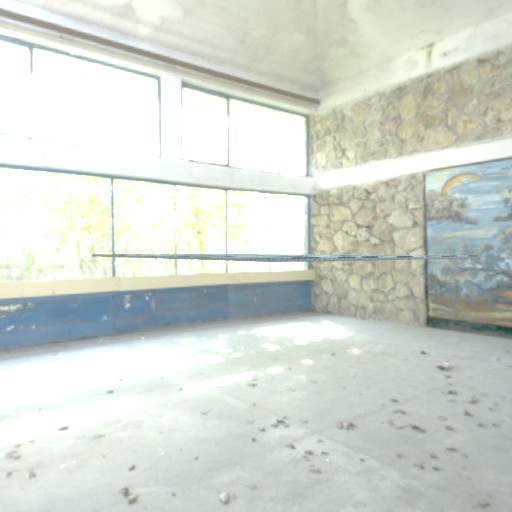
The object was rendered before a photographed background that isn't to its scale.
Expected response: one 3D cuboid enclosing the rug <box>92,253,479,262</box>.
[{"bbox_3d":[0.000,0.000,2.424,1.235,0.014,1.829,0,1,-36],"label":"rug"}]
